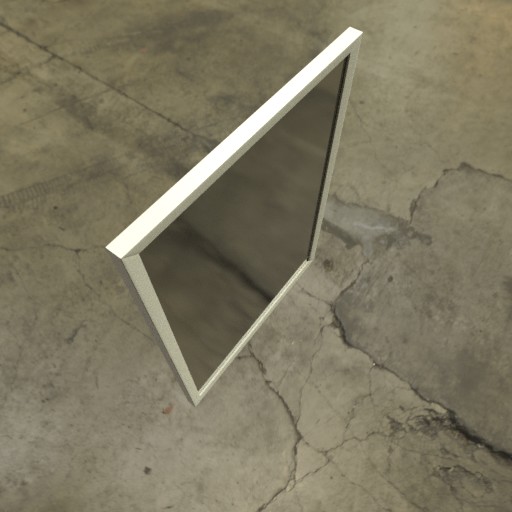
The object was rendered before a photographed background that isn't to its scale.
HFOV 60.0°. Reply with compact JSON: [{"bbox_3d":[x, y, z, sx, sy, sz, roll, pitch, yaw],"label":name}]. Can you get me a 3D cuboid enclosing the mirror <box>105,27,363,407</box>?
[{"bbox_3d":[0.000,0.000,1.299,0.040,1.016,0.762,33,64,18],"label":"mirror"}]
